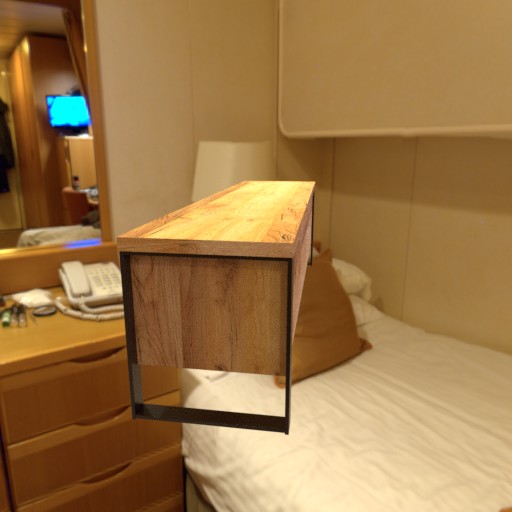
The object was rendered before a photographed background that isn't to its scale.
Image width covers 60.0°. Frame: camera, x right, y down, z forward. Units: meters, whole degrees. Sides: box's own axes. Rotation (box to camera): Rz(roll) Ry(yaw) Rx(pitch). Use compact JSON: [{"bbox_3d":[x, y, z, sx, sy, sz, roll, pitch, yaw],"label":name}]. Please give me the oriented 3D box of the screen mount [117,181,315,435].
[{"bbox_3d":[0.000,0.000,1.706,0.395,0.450,1.524,2,14,9],"label":"screen mount"}]
